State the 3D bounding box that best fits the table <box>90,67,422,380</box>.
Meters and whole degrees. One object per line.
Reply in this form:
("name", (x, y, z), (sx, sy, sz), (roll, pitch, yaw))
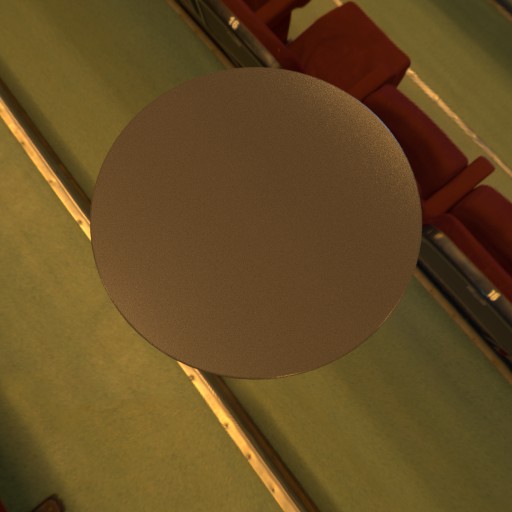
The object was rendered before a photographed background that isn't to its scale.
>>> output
("table", (0.000, 0.000, 0.933), (0.500, 0.550, 0.500), (0, 75, 0))
